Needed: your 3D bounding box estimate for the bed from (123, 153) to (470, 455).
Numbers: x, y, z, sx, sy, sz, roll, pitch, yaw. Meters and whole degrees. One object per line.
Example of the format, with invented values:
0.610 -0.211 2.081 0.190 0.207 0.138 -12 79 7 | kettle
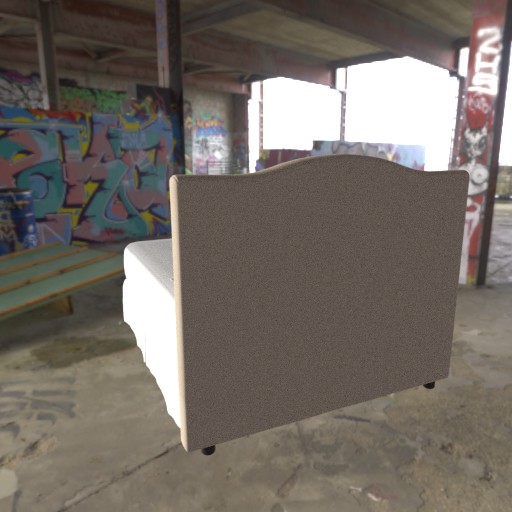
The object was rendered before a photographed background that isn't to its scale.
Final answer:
0.000 0.000 3.264 1.753 1.460 2.143 -6 14 -25 | bed
